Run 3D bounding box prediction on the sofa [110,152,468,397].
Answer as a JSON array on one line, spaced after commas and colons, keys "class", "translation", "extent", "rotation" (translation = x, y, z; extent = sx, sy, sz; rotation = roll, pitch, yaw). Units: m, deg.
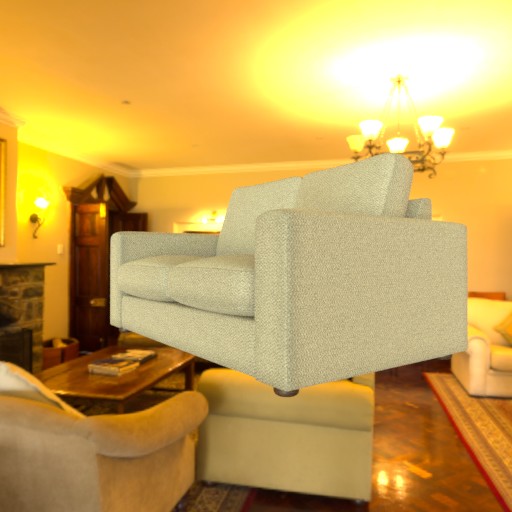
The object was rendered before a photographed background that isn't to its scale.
[{"class": "sofa", "translation": [0.000, 0.000, 2.194], "extent": [1.016, 0.873, 1.616], "rotation": [0, 0, -36]}]
